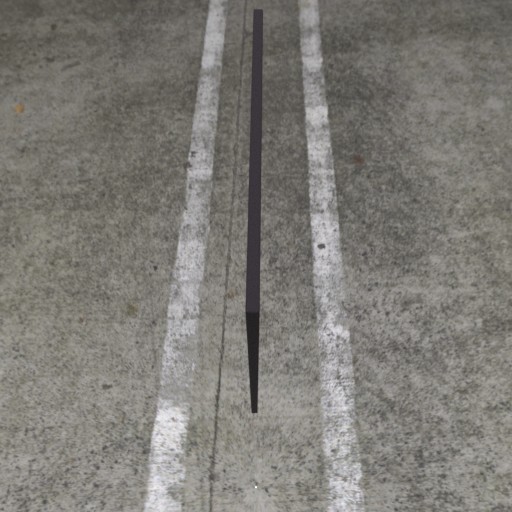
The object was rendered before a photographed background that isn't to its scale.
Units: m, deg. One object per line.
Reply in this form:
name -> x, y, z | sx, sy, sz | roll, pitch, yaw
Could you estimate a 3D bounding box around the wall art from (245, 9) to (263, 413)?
wall art -> 0.000, 0.000, 0.665 | 0.012, 0.529, 0.374 | 1, 62, 0
